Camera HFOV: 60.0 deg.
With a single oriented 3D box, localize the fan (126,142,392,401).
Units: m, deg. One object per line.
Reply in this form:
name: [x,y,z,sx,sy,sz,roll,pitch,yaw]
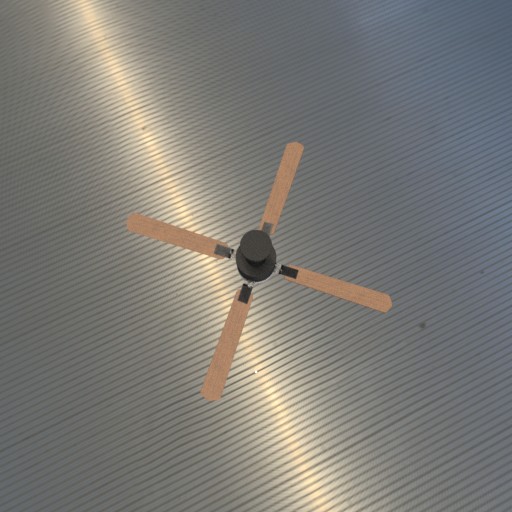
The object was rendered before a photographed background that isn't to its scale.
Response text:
fan: [0.000,0.000,1.996,1.320,0.355,1.320,18,76,5]
